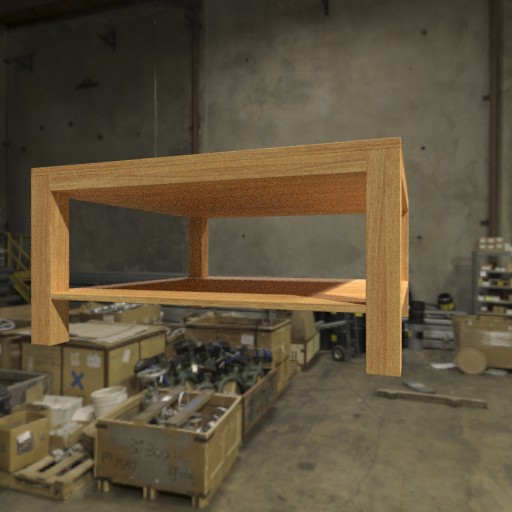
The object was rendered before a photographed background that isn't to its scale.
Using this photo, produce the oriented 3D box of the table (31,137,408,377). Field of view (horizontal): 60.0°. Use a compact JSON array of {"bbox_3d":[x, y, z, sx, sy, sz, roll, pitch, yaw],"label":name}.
[{"bbox_3d":[0.000,0.000,1.406,0.900,0.450,0.900,0,0,20],"label":"table"}]
